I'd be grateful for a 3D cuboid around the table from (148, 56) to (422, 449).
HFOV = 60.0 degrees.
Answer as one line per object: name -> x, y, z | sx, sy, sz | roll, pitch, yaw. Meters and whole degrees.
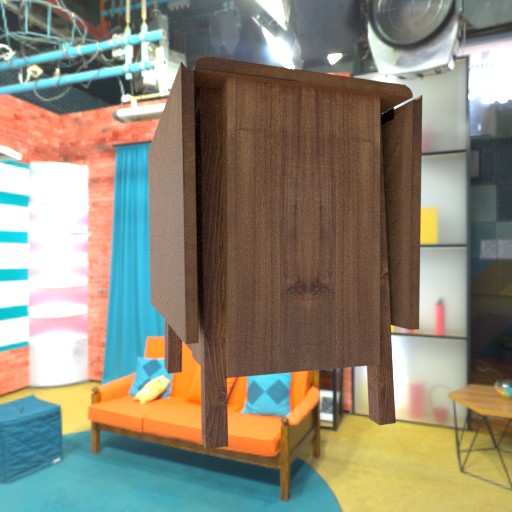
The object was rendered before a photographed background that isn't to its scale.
table -> 0.000, 0.000, 1.638 | 0.701, 0.981, 0.967 | 0, 0, -18
